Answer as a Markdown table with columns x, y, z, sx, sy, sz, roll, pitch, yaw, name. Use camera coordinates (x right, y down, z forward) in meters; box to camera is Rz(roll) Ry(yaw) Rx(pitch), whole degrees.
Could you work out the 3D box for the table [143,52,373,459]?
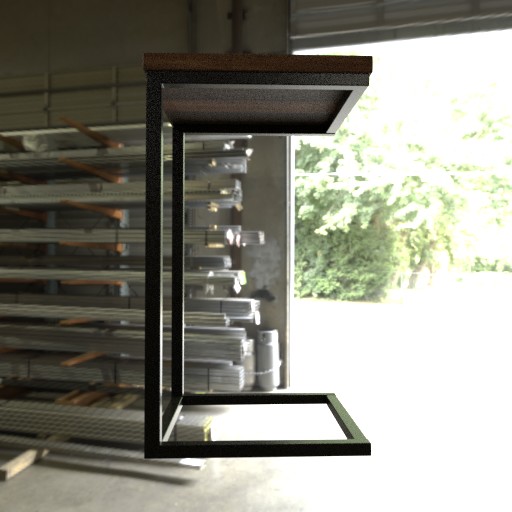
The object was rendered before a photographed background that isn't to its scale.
| x | y | z | sx | sy | sz | roll | pitch | yaw | name |
| --- | --- | --- | --- | --- | --- | --- | --- | --- | --- |
| 0.000 | 0.000 | 0.947 | 0.414 | 0.718 | 0.323 | 0 | -1 | -2 | table |
